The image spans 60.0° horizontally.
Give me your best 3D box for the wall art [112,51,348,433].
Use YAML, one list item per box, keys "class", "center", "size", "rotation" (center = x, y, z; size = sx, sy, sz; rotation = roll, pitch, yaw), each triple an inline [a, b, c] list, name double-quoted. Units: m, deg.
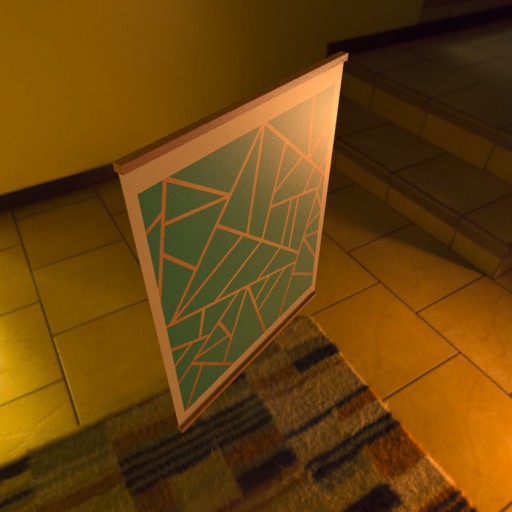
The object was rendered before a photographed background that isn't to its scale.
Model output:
- class: "wall art"
  center: [0.000, 0.000, 0.692]
  size: [0.012, 0.508, 0.405]
  rotation: [29, 49, 28]
